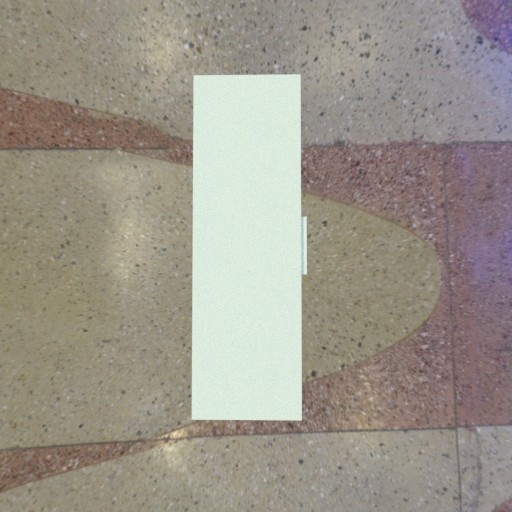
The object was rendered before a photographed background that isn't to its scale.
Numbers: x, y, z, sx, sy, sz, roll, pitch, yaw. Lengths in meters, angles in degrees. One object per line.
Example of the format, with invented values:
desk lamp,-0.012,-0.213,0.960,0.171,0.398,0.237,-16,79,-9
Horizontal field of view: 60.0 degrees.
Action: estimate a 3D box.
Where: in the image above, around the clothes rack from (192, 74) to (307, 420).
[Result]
clothes rack,0.000,0.000,1.600,0.250,1.280,0.750,0,88,1
